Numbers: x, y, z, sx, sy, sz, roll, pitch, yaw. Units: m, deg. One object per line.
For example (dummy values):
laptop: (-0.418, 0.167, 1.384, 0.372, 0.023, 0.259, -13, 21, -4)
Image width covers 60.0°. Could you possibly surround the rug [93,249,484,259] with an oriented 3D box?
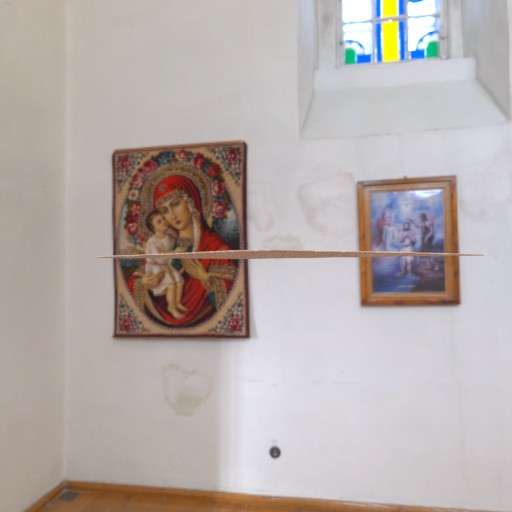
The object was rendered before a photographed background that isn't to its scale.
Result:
rug: (0.000, 0.000, 2.246, 1.146, 0.010, 1.745, 1, -1, -36)
